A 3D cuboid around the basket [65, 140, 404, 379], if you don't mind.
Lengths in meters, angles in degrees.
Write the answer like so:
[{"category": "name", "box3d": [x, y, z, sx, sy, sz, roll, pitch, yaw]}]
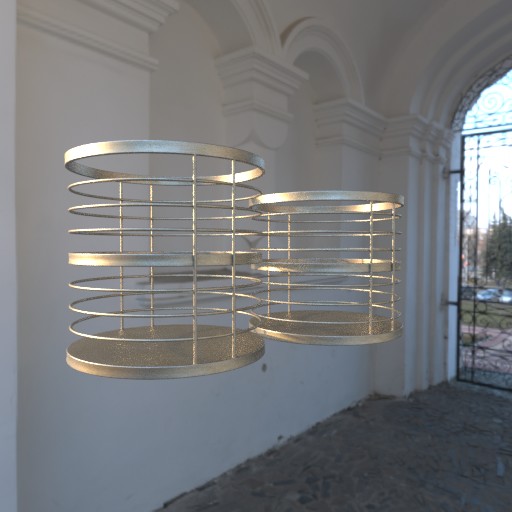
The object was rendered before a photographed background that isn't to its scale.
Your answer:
[{"category": "basket", "box3d": [0.000, 0.000, 0.935, 0.746, 0.351, 0.356, -1, 2, -35]}]
